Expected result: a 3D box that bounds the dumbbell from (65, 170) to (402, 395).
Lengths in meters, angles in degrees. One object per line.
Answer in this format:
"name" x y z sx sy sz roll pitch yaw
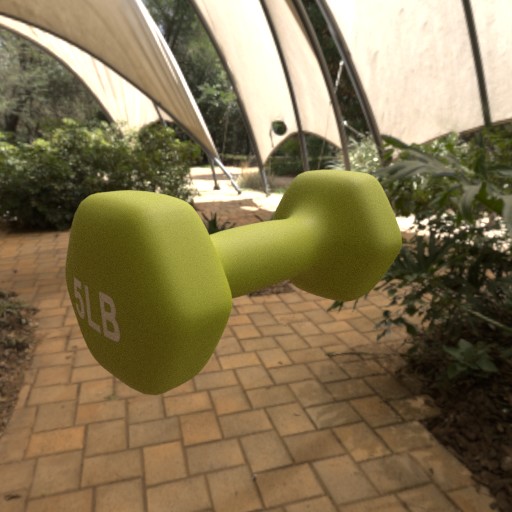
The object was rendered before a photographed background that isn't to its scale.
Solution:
"dumbbell" 0.000 0.000 0.211 0.080 0.072 0.164 15 22 43
